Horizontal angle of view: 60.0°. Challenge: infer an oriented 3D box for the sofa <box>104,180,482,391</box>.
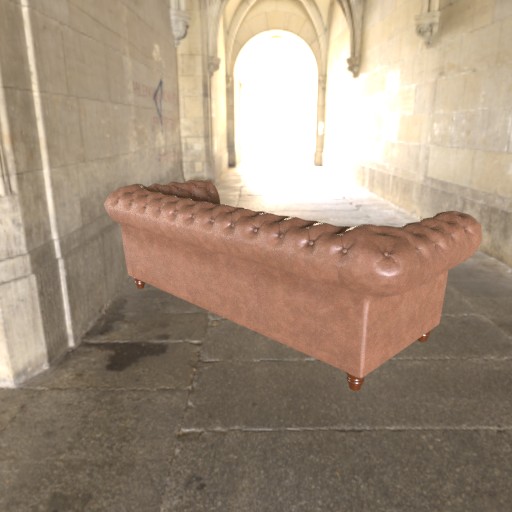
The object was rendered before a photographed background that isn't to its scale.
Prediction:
[{"bbox_3d":[0.000,0.000,2.828,0.944,0.783,2.385,-15,22,-43],"label":"sofa"}]
